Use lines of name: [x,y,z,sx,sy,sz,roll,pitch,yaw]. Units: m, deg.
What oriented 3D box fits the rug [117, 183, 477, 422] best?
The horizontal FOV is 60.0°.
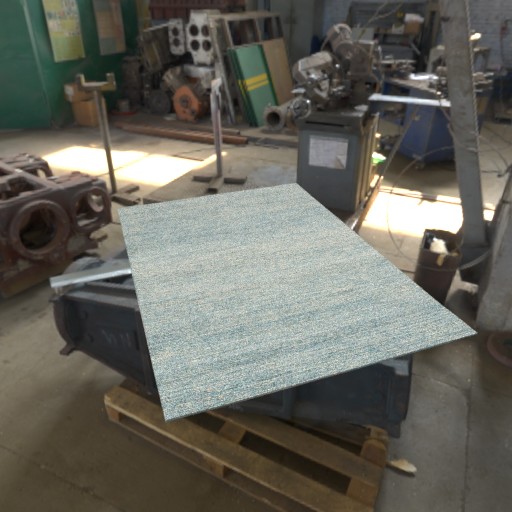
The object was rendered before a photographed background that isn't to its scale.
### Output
rug: [0.000,0.000,2.951,1.611,0.026,2.260,-10,32,-17]
